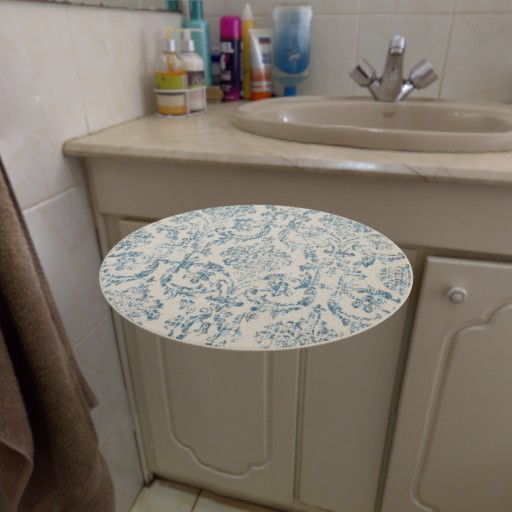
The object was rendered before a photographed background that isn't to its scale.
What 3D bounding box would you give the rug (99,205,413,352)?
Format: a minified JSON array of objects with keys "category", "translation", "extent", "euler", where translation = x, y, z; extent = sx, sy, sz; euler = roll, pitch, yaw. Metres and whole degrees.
[{"category":"rug","translation":[0.000,0.000,2.358],"extent":[1.593,0.012,1.593],"euler":[0,26,0]}]
